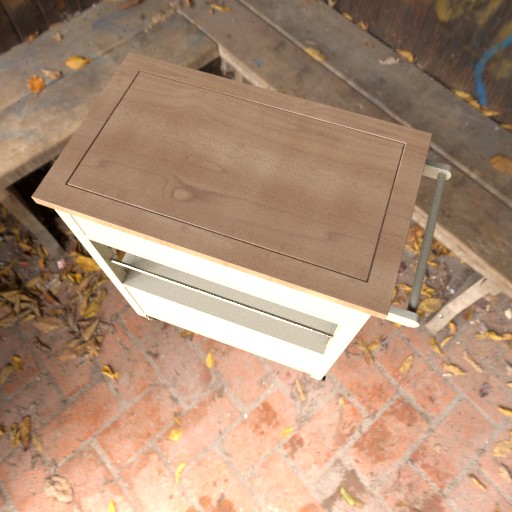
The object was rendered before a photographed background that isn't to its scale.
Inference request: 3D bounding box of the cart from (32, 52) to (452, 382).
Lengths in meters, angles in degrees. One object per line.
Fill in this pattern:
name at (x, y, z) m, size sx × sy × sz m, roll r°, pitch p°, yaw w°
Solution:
cart at (0.000, 0.000, 1.371) m, size 0.840 × 0.901 × 0.459 m, roll 18°, pitch 66°, yaw 8°
